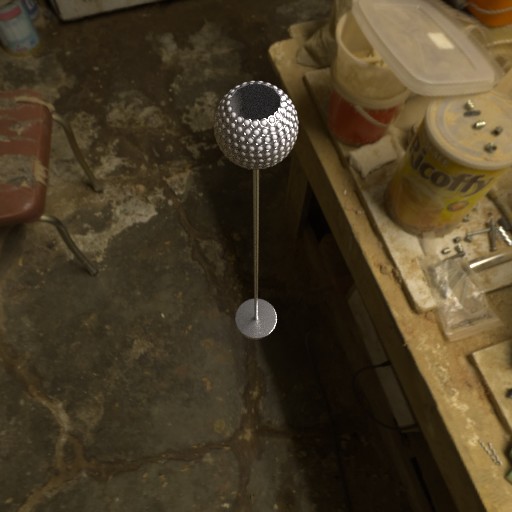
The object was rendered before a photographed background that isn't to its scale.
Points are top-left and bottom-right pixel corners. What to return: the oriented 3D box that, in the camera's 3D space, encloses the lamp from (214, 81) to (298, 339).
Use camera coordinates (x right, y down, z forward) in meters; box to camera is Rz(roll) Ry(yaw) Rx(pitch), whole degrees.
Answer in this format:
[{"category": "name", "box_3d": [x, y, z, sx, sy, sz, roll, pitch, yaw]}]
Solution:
[{"category": "lamp", "box_3d": [0.000, 0.000, 1.932, 0.254, 1.805, 0.254, 0, 64, 0]}]
